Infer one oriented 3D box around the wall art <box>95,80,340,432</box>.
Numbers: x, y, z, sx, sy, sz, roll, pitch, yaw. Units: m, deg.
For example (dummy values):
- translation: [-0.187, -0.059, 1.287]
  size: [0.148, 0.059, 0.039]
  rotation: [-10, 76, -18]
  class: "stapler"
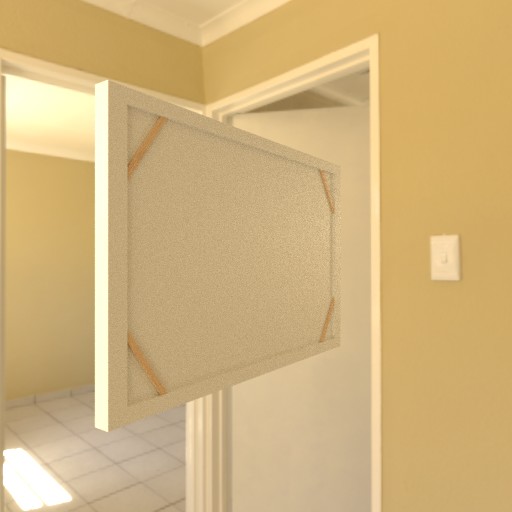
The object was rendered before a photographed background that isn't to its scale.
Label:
- translation: [0.000, 0.000, 1.145]
  size: [0.038, 0.609, 0.914]
  rotation: [0, 0, 36]
  class: "wall art"
